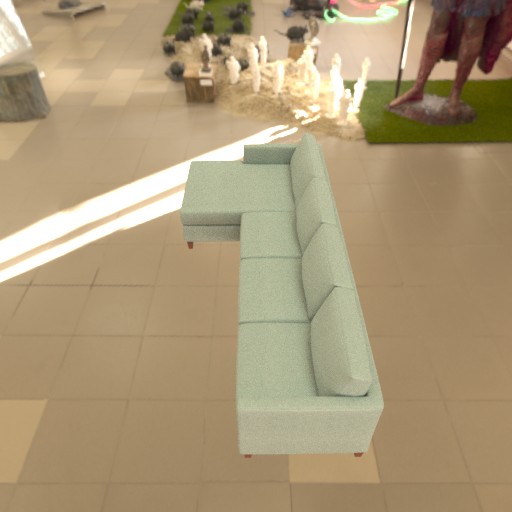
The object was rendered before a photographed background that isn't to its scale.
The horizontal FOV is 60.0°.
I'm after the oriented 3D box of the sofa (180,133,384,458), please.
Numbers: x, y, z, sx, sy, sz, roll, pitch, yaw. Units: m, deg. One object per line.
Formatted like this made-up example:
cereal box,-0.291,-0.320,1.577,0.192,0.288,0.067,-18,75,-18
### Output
sofa,0.000,0.000,4.189,1.600,0.953,3.470,0,42,0
